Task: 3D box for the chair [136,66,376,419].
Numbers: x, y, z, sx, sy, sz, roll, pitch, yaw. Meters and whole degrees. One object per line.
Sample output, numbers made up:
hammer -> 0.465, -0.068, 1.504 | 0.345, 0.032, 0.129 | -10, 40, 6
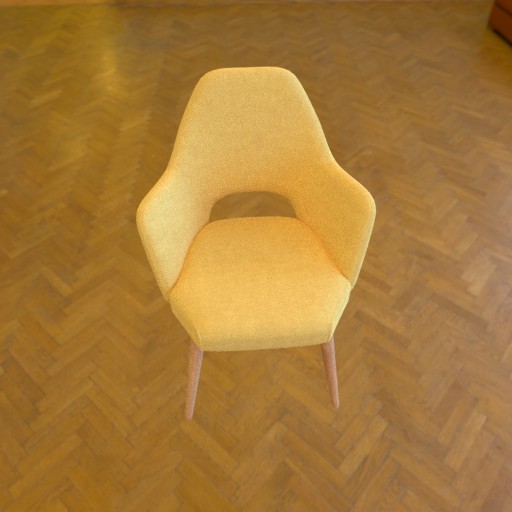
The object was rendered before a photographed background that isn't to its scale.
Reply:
chair -> 0.000, 0.000, 1.270 | 0.590, 0.840, 0.610 | -3, 46, -3
